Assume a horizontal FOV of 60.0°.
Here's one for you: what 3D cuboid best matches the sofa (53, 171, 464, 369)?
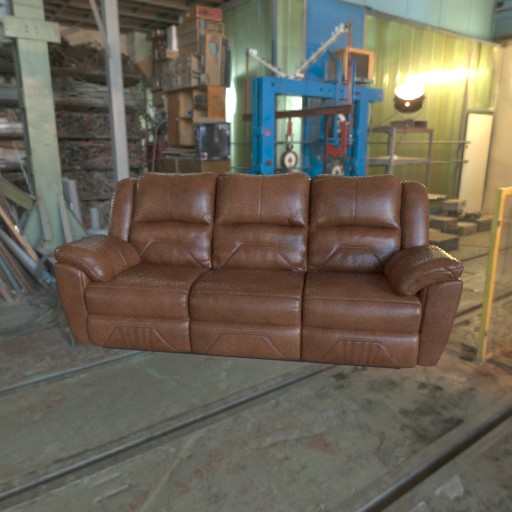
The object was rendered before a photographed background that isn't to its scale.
[{"bbox_3d":[0.000,0.000,2.903,2.337,1.043,0.991,2,15,8],"label":"sofa"}]
